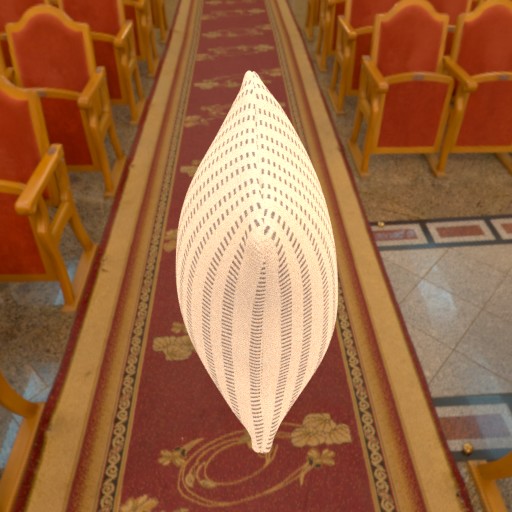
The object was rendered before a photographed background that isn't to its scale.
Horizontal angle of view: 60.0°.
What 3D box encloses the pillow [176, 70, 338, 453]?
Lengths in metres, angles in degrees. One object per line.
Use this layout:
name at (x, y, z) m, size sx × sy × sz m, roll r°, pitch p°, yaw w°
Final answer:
pillow at (0.000, 0.000, 0.688) m, size 0.247 × 0.419 × 0.438 m, roll -1°, pitch 42°, yaw -1°
